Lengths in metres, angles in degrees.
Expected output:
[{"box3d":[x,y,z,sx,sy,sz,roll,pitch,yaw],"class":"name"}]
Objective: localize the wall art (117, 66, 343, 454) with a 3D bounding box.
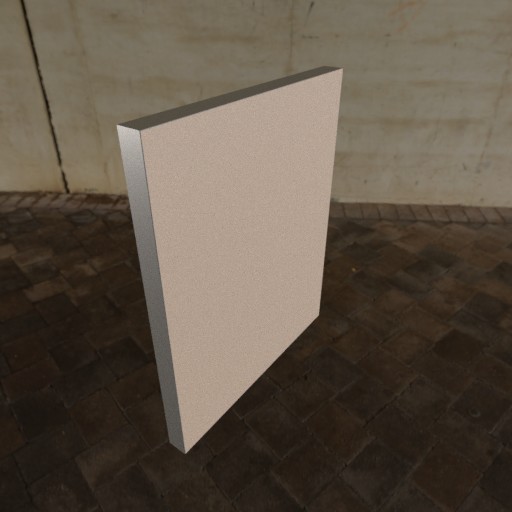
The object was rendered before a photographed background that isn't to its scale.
[{"box3d":[0.000,0.000,0.765,0.038,0.549,0.452,22,38,30],"class":"wall art"}]
